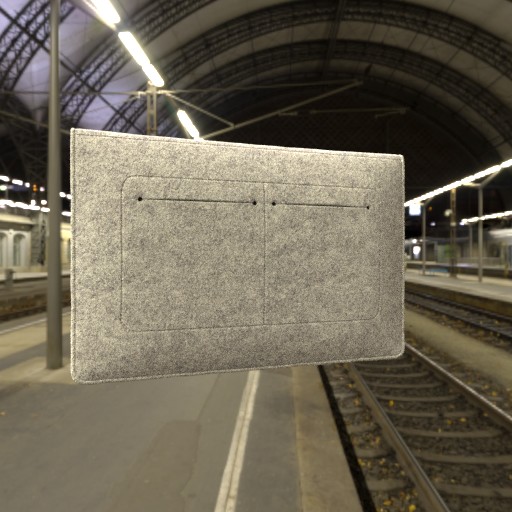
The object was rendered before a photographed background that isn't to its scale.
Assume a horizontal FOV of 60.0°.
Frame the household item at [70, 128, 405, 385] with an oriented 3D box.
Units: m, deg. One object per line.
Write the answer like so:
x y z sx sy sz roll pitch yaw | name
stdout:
0.000 0.000 0.434 0.335 0.221 0.057 0 0 -18 | household item
